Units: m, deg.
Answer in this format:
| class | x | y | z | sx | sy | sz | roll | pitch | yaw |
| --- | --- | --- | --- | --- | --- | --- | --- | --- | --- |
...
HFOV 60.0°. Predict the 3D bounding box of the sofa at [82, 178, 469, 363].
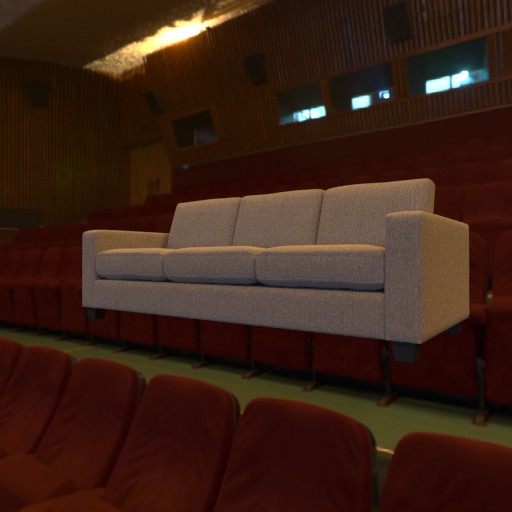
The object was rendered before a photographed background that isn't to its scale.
| class | x | y | z | sx | sy | sz | roll | pitch | yaw |
| --- | --- | --- | --- | --- | --- | --- | --- | --- | --- |
| sofa | 0.000 | 0.000 | 2.571 | 2.120 | 0.800 | 0.900 | 0 | 0 | 36 |
